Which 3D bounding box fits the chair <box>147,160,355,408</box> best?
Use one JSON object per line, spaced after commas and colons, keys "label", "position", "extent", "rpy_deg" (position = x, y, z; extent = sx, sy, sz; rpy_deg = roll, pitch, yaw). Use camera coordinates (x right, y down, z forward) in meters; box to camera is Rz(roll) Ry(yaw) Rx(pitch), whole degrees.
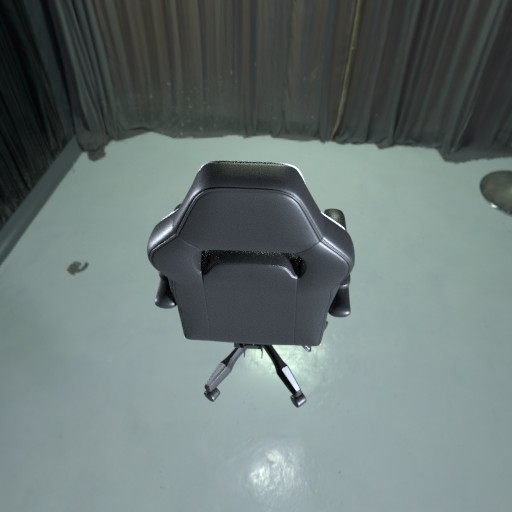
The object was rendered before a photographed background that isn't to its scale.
{"label": "chair", "position": [0.000, 0.000, 1.633], "extent": [0.676, 1.200, 0.700], "rpy_deg": [3, 47, 2]}
